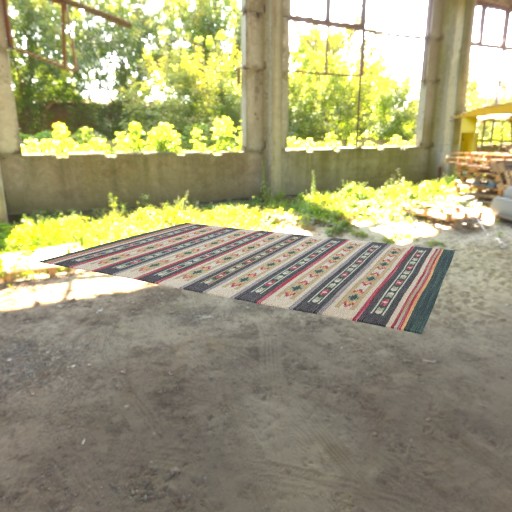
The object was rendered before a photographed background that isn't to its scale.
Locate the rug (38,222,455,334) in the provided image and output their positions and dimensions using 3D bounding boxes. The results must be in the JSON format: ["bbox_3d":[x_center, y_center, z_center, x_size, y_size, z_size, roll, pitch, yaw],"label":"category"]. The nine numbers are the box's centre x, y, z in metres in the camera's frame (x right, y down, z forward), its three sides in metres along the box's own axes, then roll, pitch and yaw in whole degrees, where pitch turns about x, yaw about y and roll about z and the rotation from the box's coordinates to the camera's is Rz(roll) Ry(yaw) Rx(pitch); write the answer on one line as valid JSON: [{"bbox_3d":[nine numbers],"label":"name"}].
[{"bbox_3d":[0.000,0.000,2.318,1.825,0.009,1.221,8,16,27],"label":"rug"}]
